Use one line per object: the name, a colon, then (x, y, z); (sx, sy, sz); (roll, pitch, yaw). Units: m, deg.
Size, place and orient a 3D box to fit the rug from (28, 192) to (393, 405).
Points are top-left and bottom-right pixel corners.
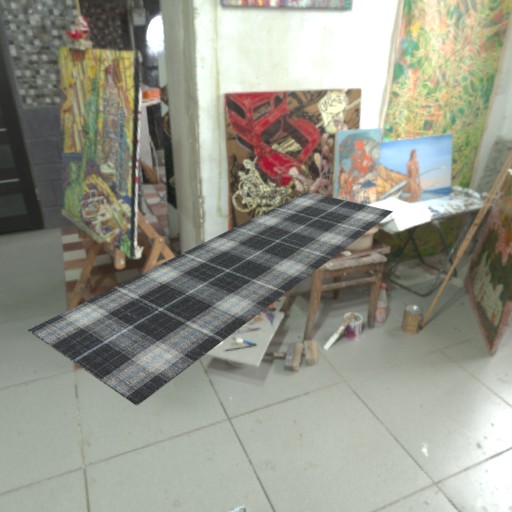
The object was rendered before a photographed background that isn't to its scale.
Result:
rug: (0.000, 0.000, 2.670); (0.760, 0.012, 2.434); (19, 32, 33)
